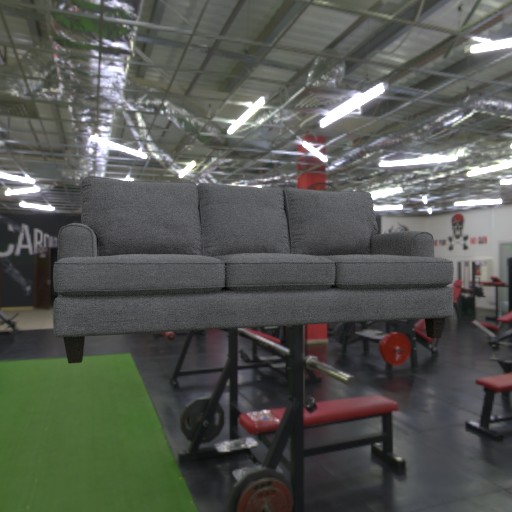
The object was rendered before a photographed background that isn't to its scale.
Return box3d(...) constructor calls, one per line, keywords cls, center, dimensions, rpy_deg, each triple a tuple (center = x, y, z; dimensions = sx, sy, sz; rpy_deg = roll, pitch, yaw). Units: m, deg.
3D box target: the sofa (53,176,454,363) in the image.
box3d(cls="sofa", center=(0.000, 0.000, 2.679), dimensions=(2.158, 0.965, 0.951), rpy_deg=(0, 0, -18))
